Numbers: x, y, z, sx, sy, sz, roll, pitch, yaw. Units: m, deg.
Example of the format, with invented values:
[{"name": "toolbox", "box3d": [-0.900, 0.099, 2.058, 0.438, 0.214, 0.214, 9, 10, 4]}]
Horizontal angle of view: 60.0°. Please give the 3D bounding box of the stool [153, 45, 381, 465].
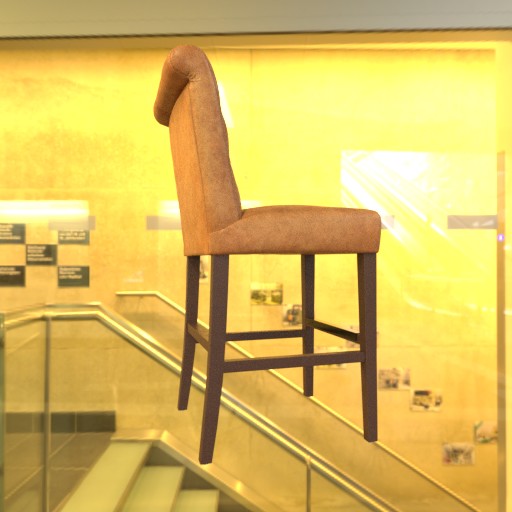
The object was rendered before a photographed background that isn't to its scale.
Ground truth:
[{"name": "stool", "box3d": [0.000, 0.000, 1.374, 0.601, 1.047, 0.493, 0, 0, -17]}]
